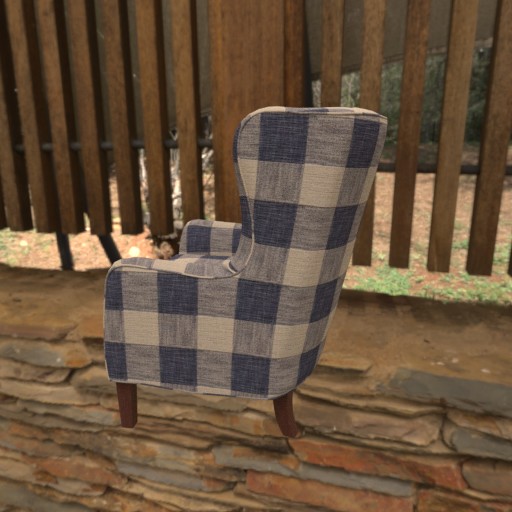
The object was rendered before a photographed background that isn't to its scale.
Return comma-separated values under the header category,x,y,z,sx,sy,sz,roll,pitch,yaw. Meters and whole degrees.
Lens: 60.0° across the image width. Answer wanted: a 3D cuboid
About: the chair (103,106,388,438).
category,x,y,z,sx,sy,sz,roll,pitch,yaw
chair,0.000,0.000,1.694,0.889,1.041,0.830,2,14,9
